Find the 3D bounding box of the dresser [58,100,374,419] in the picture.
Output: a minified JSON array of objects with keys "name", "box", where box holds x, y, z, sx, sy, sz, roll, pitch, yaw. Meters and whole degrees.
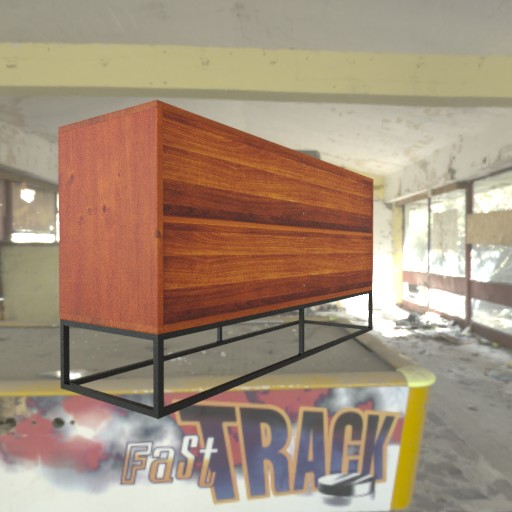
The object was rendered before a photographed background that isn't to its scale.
[{"name":"dresser","box":[0.000,0.000,1.884,0.464,0.810,1.536,1,1,35]}]
